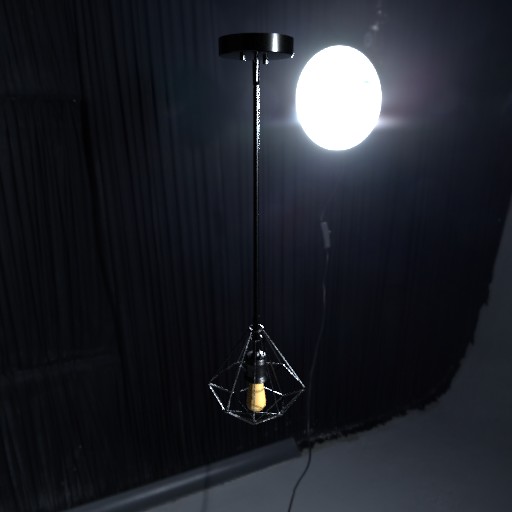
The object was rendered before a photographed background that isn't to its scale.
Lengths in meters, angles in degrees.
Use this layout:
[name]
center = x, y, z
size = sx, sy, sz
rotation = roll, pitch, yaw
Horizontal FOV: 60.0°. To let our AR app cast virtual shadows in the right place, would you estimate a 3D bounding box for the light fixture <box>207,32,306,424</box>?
[light fixture]
center = 0.000, 0.000, 1.988
size = 0.431, 1.764, 0.487
rotation = -8, 19, -23
